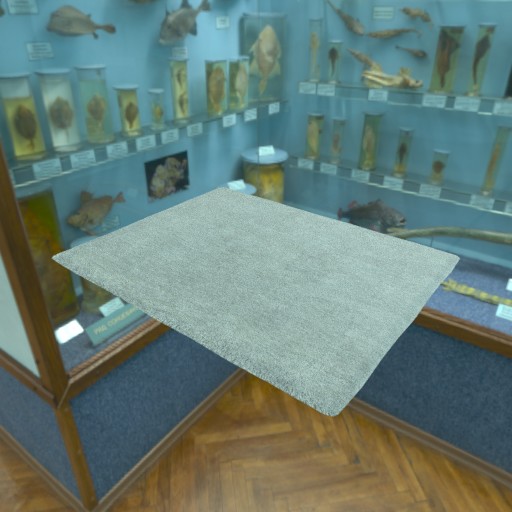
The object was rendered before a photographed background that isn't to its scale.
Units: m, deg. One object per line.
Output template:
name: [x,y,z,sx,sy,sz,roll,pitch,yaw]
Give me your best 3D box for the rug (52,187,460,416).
rug: [0.000,0.000,3.999,2.933,0.027,2.332,21,36,33]
